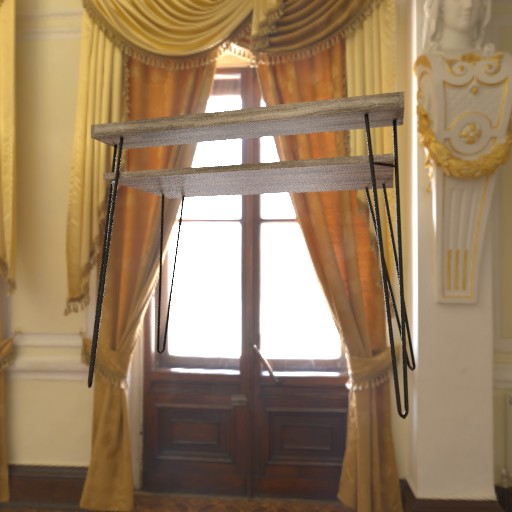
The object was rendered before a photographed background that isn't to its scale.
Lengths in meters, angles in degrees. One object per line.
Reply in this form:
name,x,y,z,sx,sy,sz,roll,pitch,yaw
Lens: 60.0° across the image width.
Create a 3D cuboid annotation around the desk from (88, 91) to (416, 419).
desk,0.000,0.000,1.640,1.135,0.899,0.605,0,-1,17
